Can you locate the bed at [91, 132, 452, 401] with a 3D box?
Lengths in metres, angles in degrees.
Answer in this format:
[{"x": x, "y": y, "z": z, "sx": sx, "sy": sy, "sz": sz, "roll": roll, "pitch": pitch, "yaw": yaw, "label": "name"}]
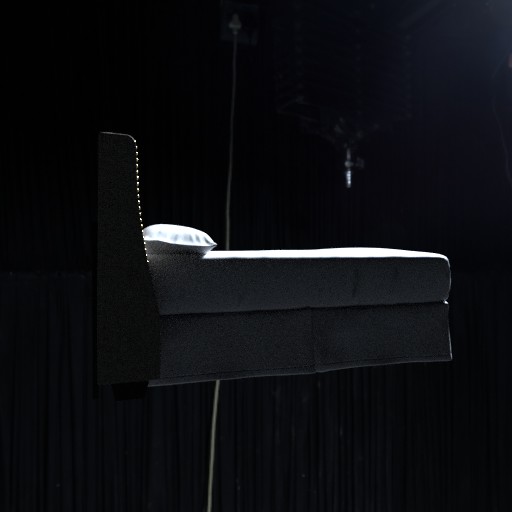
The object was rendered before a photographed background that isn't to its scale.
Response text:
[{"x": 0.000, "y": 0.000, "z": 3.301, "sx": 2.237, "sy": 1.407, "sz": 1.710, "roll": 0, "pitch": 1, "yaw": -18, "label": "bed"}]
